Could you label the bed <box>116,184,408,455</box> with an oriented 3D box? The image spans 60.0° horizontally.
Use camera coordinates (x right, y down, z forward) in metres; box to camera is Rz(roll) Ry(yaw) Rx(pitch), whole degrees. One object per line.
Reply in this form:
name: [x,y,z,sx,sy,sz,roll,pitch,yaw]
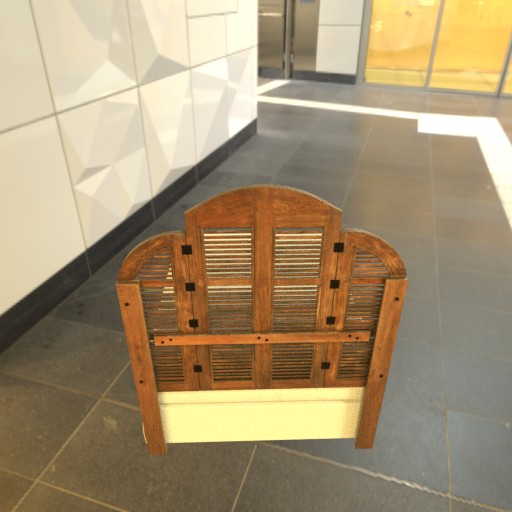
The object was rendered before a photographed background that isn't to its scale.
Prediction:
bed: [0.000,0.000,3.577,1.713,2.019,2.138,-1,31,-2]
